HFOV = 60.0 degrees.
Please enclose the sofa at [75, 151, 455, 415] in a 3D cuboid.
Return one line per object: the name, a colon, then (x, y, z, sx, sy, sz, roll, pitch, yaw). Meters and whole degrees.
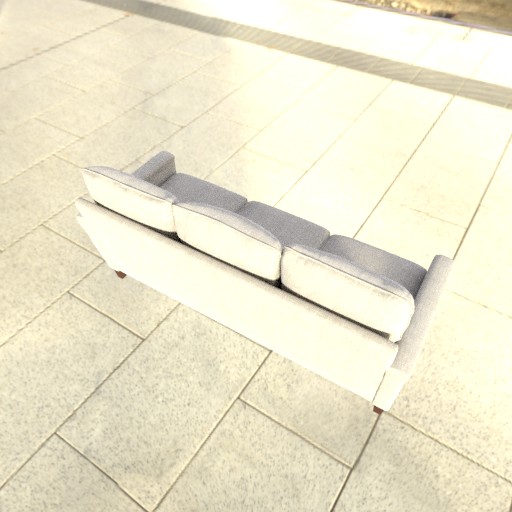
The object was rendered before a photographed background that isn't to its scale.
sofa: (0.000, 0.000, 2.475, 1.925, 0.959, 0.828, 24, 52, 20)
